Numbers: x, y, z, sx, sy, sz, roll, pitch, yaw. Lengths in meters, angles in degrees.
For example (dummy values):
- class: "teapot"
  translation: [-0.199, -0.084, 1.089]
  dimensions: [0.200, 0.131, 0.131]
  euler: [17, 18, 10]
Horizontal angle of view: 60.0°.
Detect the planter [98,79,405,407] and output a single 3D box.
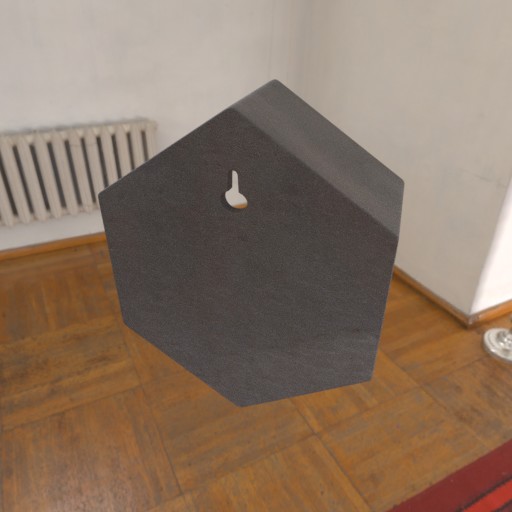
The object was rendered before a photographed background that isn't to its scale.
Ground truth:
- class: "planter"
  translation: [0.000, 0.000, 0.291]
  dimensions: [0.169, 0.206, 0.077]
  euler: [10, 33, 15]
